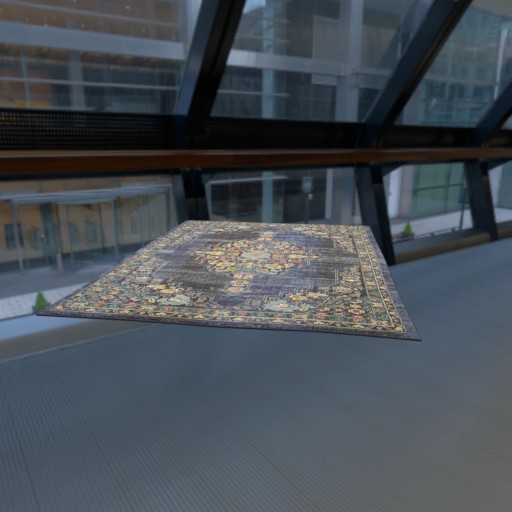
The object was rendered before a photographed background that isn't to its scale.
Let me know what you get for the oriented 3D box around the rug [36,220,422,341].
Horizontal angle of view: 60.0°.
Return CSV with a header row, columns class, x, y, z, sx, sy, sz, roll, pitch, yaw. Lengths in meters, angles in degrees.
class,x,y,z,sx,sy,sz,roll,pitch,yaw
rug,0.000,0.000,4.759,2.716,0.035,3.612,2,16,8
